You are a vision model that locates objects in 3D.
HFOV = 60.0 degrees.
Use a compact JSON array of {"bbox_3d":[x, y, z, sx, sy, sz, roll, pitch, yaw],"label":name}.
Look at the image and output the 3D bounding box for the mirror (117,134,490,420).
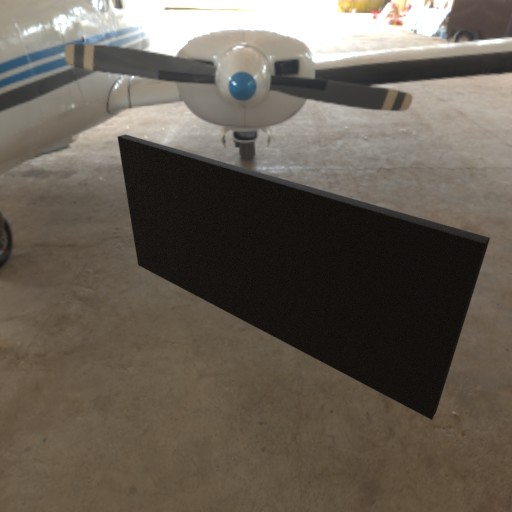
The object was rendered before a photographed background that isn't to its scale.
[{"bbox_3d":[0.000,0.000,1.781,1.584,0.692,0.047,23,38,33],"label":"mirror"}]
